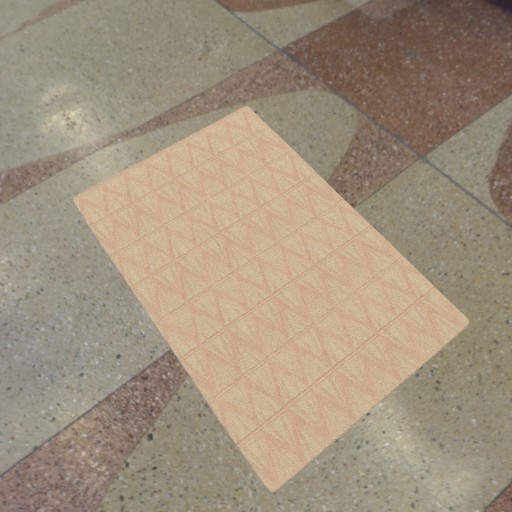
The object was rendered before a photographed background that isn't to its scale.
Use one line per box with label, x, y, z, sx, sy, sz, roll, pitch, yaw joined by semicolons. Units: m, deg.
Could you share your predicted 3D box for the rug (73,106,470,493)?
rug;0.000;0.000;3.009;1.609;0.015;2.390;-33;66;-17
